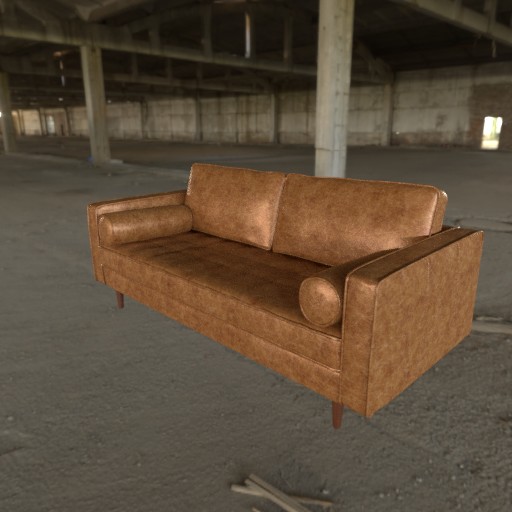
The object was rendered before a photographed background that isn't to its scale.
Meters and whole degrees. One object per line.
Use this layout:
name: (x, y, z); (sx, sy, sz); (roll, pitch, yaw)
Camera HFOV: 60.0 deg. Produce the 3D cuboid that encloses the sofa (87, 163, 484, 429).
sofa: (0.000, 0.000, 2.288); (1.920, 0.825, 0.924); (16, 23, 42)
